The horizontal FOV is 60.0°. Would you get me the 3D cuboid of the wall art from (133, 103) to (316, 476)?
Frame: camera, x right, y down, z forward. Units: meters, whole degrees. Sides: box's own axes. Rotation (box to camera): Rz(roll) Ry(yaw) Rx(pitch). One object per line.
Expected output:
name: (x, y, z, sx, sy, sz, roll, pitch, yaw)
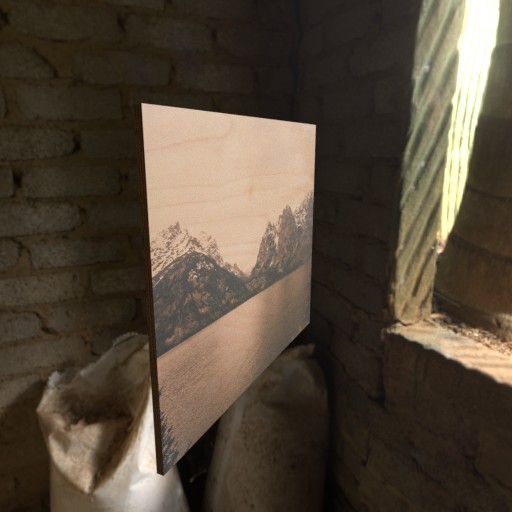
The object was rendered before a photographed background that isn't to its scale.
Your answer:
wall art: (0.000, 0.000, 0.685, 0.010, 0.408, 0.508, 7, 16, 25)
